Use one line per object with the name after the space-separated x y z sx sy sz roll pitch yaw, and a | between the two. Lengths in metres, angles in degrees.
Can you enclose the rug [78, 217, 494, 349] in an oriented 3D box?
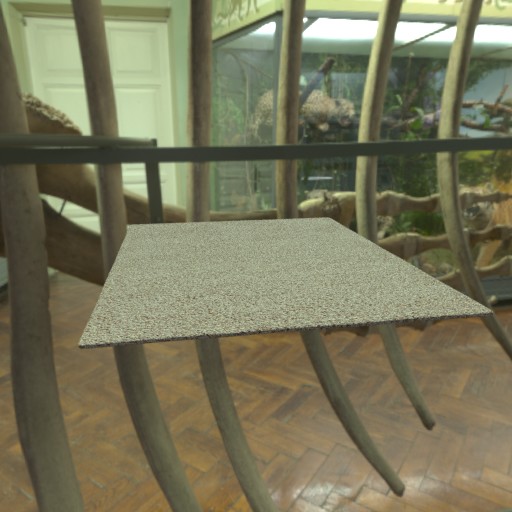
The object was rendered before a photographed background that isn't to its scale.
0.000 0.000 3.945 2.438 0.029 3.047 -3 16 -10 | rug
